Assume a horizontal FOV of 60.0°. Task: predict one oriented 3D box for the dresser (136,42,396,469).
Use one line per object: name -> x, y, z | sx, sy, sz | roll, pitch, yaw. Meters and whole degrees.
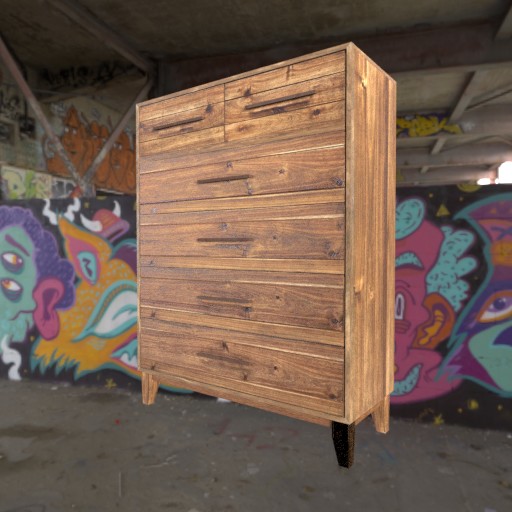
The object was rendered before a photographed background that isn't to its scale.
dresser -> 0.000, 0.000, 1.915 | 1.062, 1.393, 0.442 | 1, 2, 36
